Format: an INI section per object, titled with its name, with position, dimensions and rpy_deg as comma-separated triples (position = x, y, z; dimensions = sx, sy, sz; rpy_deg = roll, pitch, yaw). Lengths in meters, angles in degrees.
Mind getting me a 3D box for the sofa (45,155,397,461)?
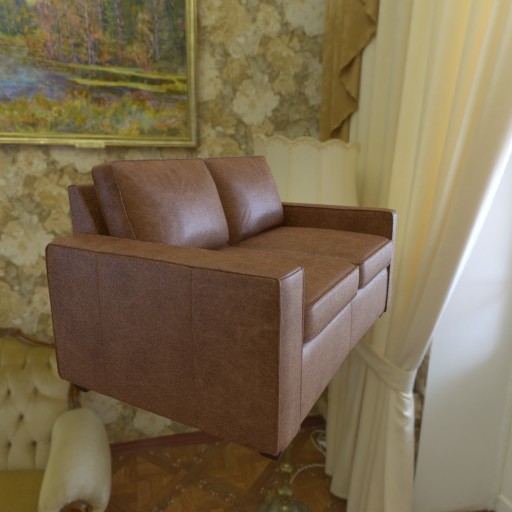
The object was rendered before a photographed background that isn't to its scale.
[sofa]
position = 0.000, 0.000, 2.067
dimensions = 1.020, 0.896, 1.532
rpy_deg = 7, 16, 28
